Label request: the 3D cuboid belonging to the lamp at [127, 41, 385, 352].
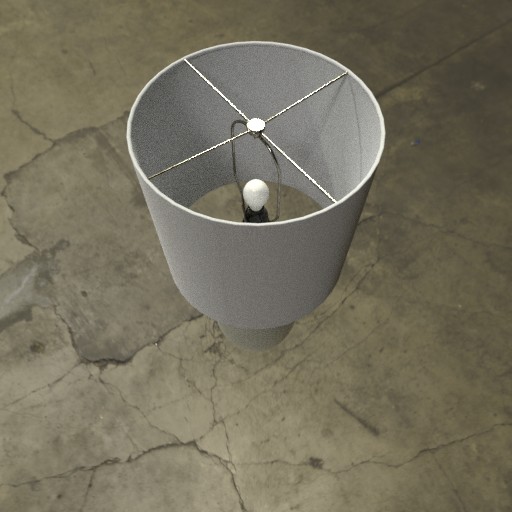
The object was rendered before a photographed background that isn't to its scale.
[{"bbox_3d":[0.000,0.000,0.569,0.217,0.453,0.217,-33,65,-18],"label":"lamp"}]
